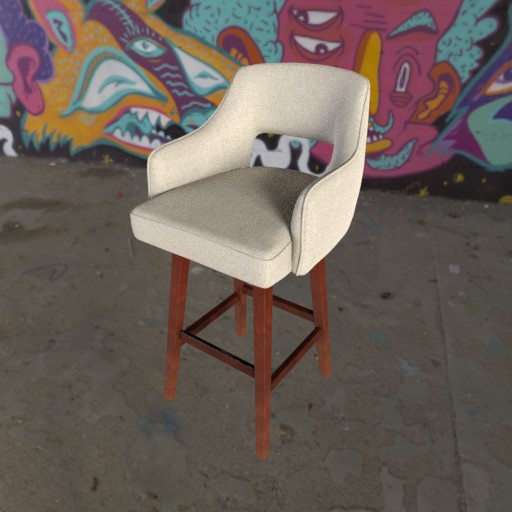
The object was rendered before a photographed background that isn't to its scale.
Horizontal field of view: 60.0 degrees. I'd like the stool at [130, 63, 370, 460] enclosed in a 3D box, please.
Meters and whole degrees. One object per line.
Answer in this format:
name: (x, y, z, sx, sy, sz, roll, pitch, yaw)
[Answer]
stool: (0.000, 0.000, 1.360, 0.550, 1.041, 0.560, 19, 35, 30)
